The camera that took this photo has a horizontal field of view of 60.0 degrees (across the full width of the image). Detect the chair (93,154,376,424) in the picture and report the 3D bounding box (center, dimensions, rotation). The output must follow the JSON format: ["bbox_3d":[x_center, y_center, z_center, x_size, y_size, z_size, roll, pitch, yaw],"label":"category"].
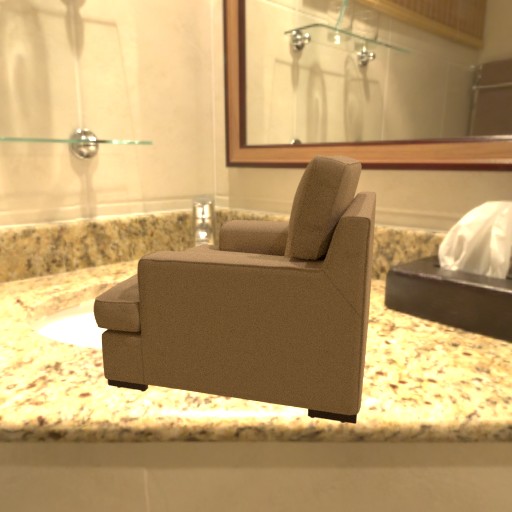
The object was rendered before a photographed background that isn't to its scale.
[{"bbox_3d":[0.000,0.000,2.257,1.274,1.005,1.293,2,13,8],"label":"chair"}]
